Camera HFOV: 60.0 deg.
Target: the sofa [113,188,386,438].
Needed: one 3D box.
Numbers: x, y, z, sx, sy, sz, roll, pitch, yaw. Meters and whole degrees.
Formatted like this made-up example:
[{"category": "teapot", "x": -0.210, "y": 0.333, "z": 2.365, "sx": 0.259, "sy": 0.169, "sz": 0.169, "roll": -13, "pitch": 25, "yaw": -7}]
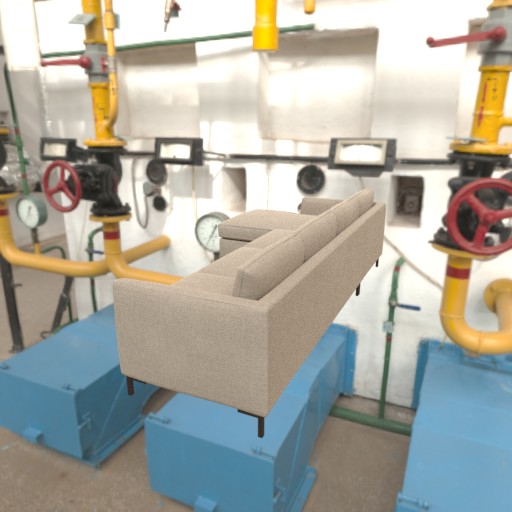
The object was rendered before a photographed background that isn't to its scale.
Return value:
[{"category": "sofa", "x": 0.000, "y": 0.000, "z": 3.459, "sx": 1.469, "sy": 0.816, "sz": 2.923, "roll": 8, "pitch": 19, "yaw": 24}]
